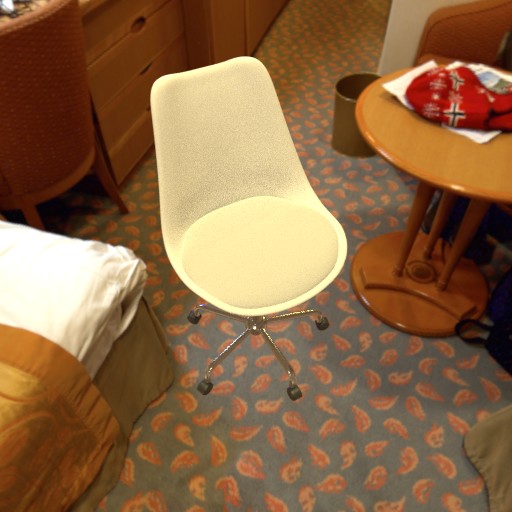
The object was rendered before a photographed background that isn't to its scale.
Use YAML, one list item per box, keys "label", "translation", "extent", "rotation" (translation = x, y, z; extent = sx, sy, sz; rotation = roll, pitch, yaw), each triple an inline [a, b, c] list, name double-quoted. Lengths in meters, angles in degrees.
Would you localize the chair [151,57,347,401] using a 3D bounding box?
- label: "chair"
  translation: [0.000, 0.000, 1.308]
  extent: [0.550, 0.930, 0.550]
  rotation: [-23, 51, -20]
